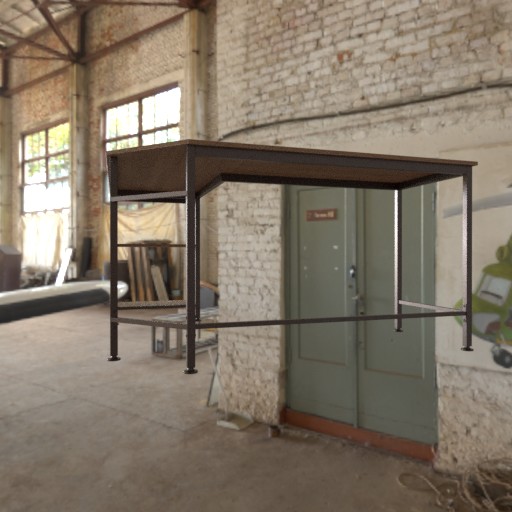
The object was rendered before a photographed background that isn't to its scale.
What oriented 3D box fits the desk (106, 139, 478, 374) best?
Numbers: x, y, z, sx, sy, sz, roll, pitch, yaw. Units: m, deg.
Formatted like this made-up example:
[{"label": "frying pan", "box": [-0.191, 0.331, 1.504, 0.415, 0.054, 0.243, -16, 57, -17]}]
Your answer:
[{"label": "desk", "box": [0.000, 0.000, 2.179, 1.379, 0.739, 1.379, 0, 0, -18]}]
